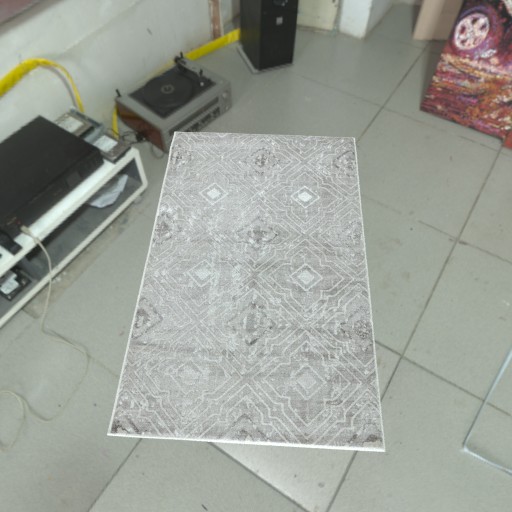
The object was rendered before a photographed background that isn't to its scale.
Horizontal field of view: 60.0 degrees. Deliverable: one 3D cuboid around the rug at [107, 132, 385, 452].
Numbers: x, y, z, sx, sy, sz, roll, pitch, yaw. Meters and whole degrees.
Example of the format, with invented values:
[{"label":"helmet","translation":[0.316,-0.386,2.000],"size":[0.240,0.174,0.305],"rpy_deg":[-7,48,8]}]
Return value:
[{"label":"rug","translation":[0.000,0.000,3.086],"size":[1.537,0.036,2.447],"rpy_deg":[3,57,2]}]
